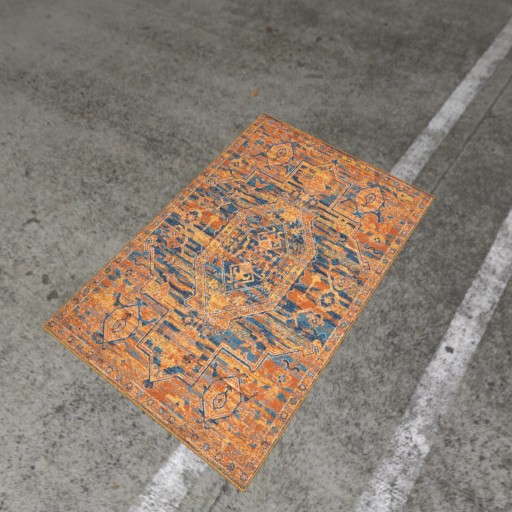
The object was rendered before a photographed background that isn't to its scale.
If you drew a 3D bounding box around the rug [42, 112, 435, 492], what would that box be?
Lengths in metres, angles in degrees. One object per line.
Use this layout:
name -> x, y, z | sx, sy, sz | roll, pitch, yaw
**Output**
rug -> 0.000, 0.000, 2.216 | 1.148, 0.013, 1.758 | 31, 64, 18
